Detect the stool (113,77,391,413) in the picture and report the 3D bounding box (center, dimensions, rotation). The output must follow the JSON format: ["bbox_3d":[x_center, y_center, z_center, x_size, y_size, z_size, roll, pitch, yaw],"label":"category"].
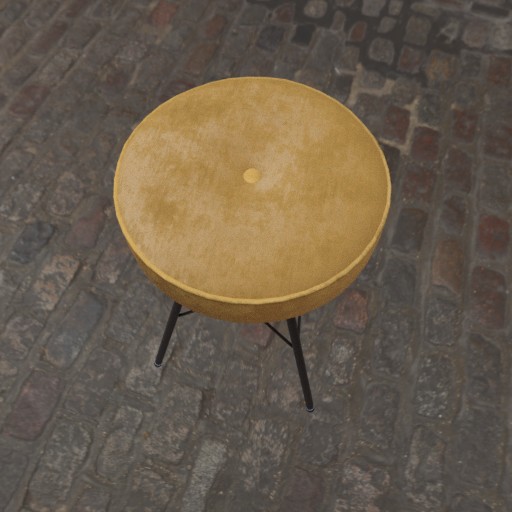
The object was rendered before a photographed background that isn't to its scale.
[{"bbox_3d":[0.000,0.000,0.933,0.438,0.595,0.472,16,64,8],"label":"stool"}]
